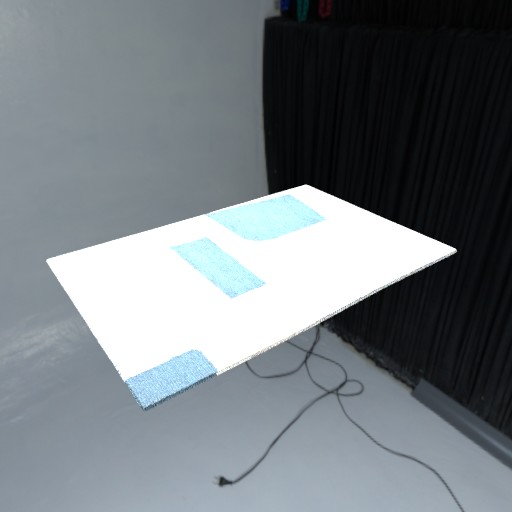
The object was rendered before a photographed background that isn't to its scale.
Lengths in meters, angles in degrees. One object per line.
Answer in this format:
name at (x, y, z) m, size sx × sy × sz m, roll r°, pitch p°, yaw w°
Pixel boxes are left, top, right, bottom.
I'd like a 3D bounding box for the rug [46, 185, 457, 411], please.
rug at (0.000, 0.000, 2.389) m, size 1.847 × 0.020 × 1.238 m, roll -20°, pitch 36°, yaw -31°
